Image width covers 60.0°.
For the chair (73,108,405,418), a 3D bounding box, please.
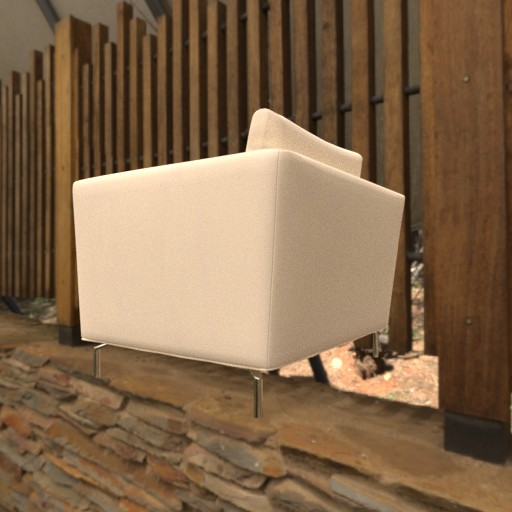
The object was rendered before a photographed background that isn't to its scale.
[{"bbox_3d":[0.000,0.000,1.730,0.889,0.865,1.041,0,-1,35],"label":"chair"}]
